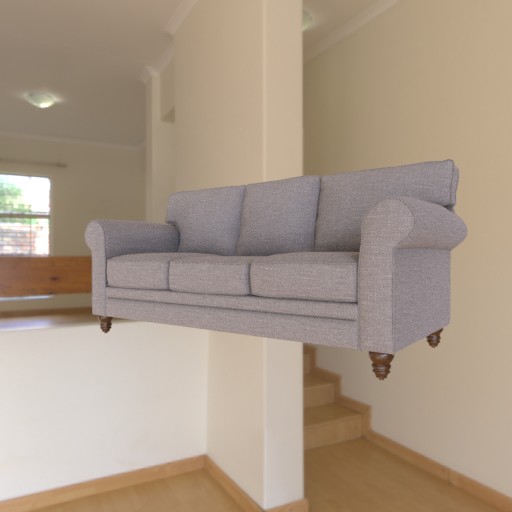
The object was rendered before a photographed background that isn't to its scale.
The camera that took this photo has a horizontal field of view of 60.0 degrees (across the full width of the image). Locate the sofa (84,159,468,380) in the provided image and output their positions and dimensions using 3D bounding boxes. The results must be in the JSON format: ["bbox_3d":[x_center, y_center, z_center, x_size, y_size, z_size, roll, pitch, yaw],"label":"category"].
[{"bbox_3d":[0.000,0.000,2.543,2.084,0.961,0.916,0,0,36],"label":"sofa"}]
